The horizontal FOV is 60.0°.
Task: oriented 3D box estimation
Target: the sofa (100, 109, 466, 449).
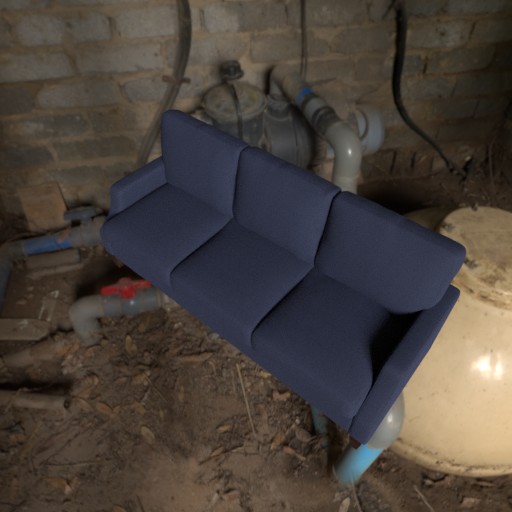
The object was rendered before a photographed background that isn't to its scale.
[{"bbox_3d":[0.000,0.000,2.643,2.115,0.984,0.888,32,54,26],"label":"sofa"}]
